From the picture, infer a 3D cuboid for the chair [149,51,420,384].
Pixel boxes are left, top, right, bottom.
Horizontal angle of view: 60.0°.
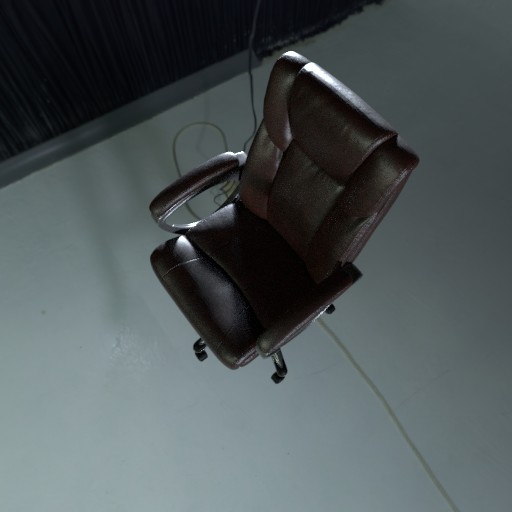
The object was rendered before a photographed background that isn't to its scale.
[{"bbox_3d":[0.000,0.000,1.562,0.692,1.128,0.656,-35,69,-16],"label":"chair"}]
